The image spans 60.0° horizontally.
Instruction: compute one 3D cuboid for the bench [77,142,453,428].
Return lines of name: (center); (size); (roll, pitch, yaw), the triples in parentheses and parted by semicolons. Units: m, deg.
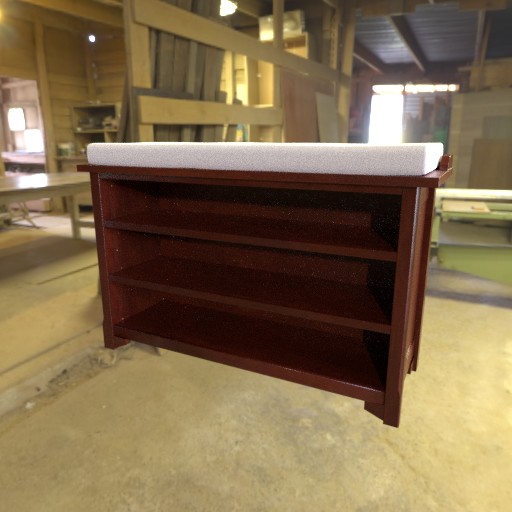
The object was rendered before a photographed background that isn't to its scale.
bench: (0.000, 0.000, 1.302); (0.987, 0.646, 0.369); (7, 17, 26)
